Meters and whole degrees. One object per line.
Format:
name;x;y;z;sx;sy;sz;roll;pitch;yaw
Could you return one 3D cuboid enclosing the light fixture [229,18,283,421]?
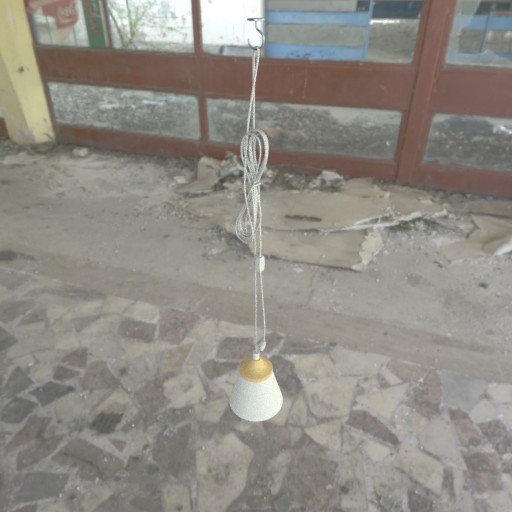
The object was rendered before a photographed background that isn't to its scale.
light fixture;0.000;0.000;1.021;0.153;0.966;0.153;-21;37;-30
